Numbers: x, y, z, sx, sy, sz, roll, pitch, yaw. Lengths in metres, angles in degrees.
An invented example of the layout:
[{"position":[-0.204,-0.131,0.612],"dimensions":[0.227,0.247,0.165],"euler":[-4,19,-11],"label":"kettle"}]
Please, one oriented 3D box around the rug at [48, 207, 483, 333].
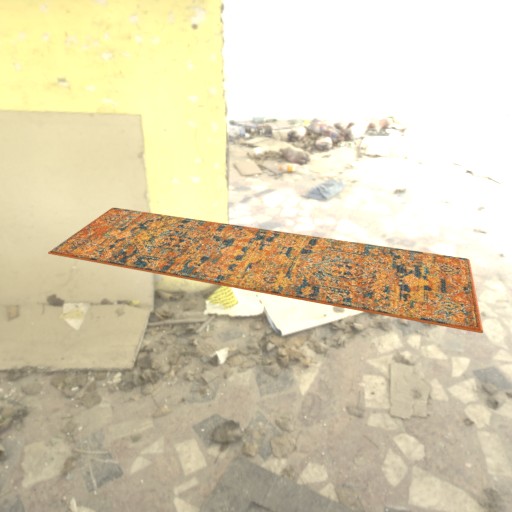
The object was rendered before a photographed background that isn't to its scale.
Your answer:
[{"position":[0.000,0.000,2.481],"dimensions":[2.274,0.016,0.651],"euler":[9,32,15],"label":"rug"}]
